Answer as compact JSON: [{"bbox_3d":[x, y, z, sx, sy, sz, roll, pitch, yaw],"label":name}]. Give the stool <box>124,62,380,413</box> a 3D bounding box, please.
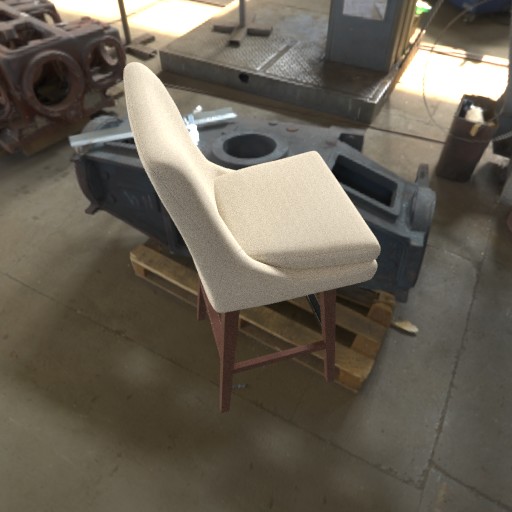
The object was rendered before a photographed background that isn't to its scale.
[{"bbox_3d":[0.000,0.000,1.369,0.559,1.093,0.483,-12,49,-11],"label":"stool"}]
